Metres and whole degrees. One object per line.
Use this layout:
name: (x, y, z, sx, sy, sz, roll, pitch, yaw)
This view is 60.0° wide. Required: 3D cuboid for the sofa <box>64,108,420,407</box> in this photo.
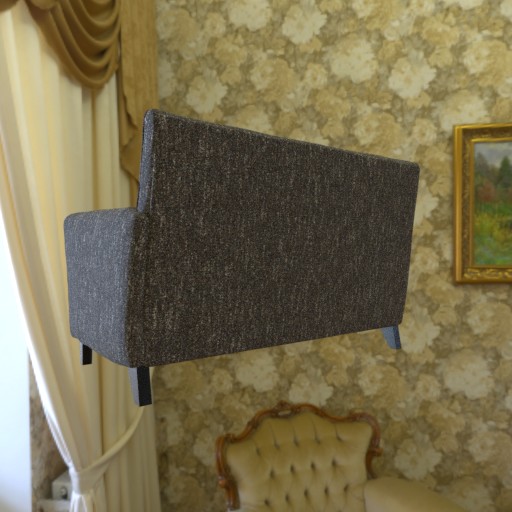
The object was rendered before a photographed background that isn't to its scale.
sofa: (0.000, 0.000, 2.073, 1.519, 0.946, 0.801, -1, 1, -37)
